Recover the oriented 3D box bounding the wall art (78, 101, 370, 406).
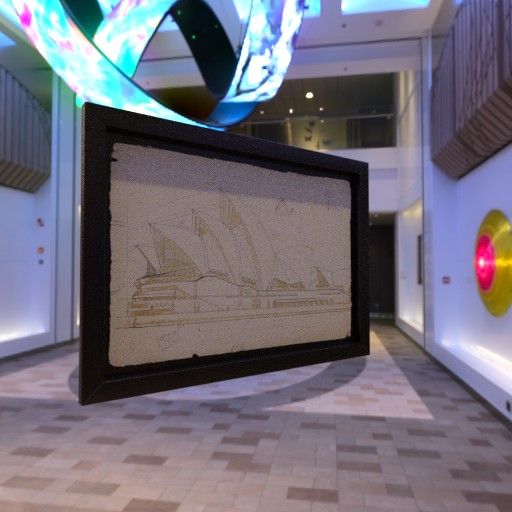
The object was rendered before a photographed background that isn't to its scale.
[{"bbox_3d":[0.000,0.000,0.581,0.440,0.306,0.013,1,-2,-36],"label":"wall art"}]
